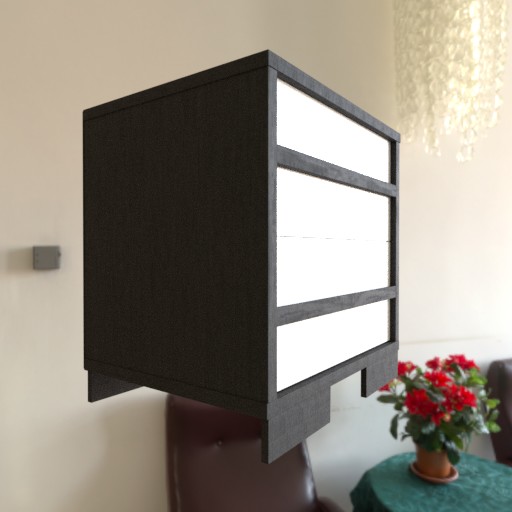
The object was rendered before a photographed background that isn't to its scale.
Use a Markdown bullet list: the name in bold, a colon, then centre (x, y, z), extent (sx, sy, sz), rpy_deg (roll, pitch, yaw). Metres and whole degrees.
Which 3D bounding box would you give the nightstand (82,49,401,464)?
- **nightstand**: centre (0.000, 0.000, 0.749), extent (0.347, 0.448, 0.427), rpy_deg (0, 1, 36)
